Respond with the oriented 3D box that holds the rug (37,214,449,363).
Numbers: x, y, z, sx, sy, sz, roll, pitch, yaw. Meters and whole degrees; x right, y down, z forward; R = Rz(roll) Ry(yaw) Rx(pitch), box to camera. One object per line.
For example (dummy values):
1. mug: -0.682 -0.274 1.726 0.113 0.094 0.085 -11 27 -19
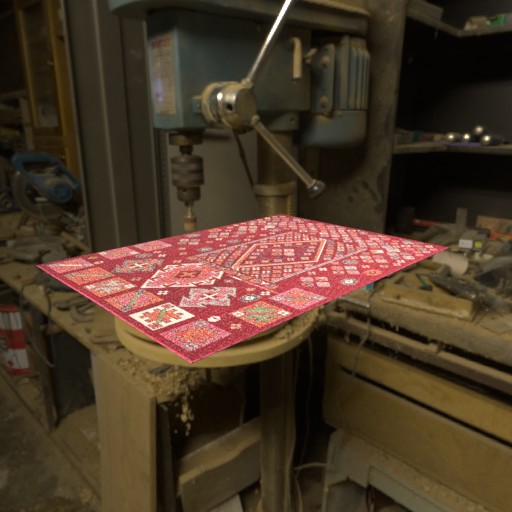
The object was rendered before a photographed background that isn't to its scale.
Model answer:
1. rug: 0.000 0.000 2.878 2.184 0.007 1.579 -16 23 -42
